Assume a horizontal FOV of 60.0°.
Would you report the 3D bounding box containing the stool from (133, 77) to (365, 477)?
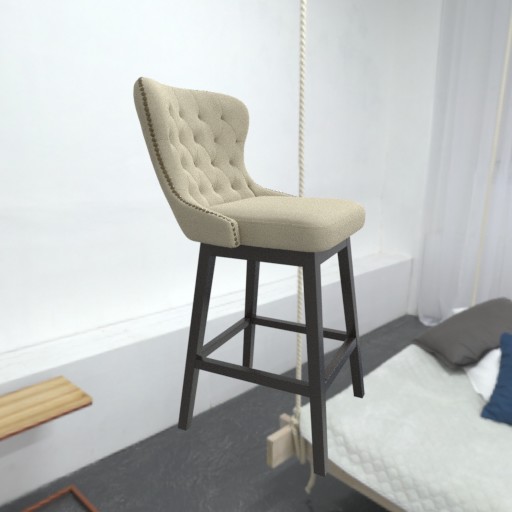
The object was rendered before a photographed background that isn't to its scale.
[{"bbox_3d":[0.000,0.000,1.298,0.593,0.971,0.528,7,15,26],"label":"stool"}]
